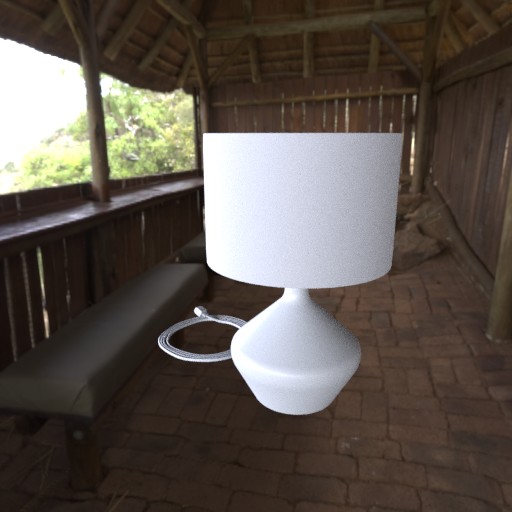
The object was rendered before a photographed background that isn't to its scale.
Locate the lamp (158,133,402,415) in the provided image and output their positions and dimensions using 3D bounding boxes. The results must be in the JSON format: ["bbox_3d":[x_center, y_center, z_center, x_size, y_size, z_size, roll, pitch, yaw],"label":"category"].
[{"bbox_3d":[0.000,0.000,0.860,0.401,0.457,0.546,-3,15,-11],"label":"lamp"}]
